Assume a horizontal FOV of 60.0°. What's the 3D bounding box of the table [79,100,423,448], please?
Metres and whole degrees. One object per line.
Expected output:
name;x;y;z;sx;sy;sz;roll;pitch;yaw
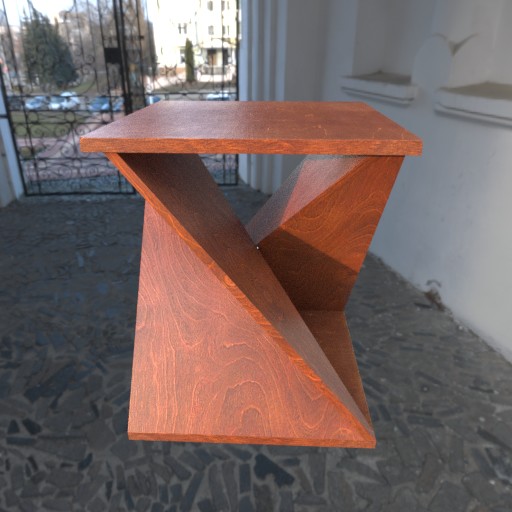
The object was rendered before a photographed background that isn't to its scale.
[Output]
table;0.000;0.000;0.851;0.427;0.520;0.427;1;25;2
